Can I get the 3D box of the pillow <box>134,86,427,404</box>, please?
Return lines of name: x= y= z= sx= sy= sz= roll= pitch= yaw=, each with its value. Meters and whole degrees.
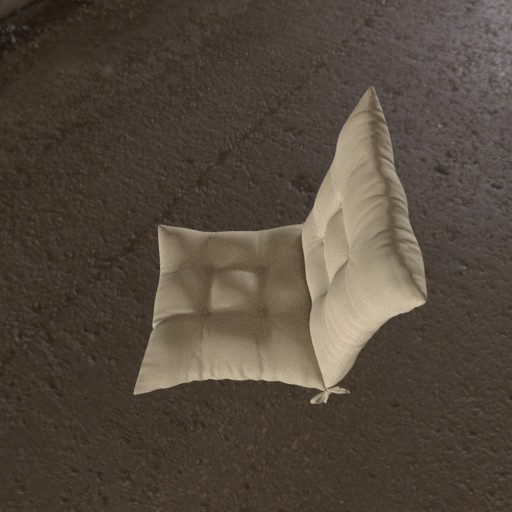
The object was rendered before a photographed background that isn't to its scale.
pillow: x=0.000 y=0.000 z=1.008 sx=0.585 sy=0.536 sz=0.541 roll=0 pitch=58 yaw=0
